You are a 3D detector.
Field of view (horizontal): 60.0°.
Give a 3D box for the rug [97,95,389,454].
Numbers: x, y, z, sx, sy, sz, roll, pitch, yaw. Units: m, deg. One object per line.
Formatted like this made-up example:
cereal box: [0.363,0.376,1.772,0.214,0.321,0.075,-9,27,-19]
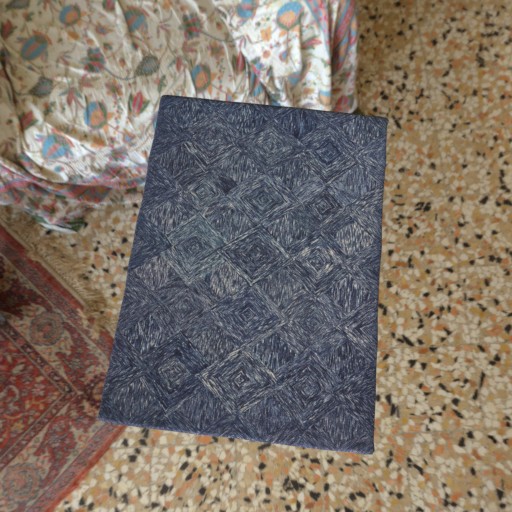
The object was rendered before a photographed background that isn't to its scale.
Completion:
rug: [0.000,0.000,4.185,2.385,0.024,3.245,6,76,2]
